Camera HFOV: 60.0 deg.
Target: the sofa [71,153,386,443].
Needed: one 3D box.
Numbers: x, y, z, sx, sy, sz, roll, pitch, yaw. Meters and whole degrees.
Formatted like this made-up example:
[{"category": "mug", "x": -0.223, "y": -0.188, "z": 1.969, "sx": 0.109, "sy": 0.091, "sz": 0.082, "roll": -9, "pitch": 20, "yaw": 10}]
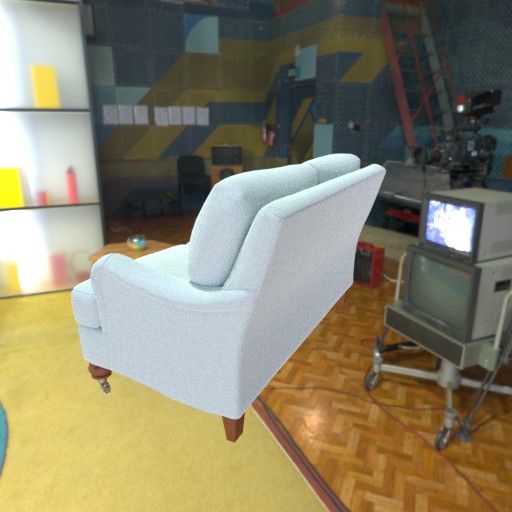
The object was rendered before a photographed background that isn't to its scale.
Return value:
[{"category": "sofa", "x": 0.000, "y": 0.000, "z": 2.586, "sx": 1.084, "sy": 1.101, "sz": 1.853, "roll": 8, "pitch": 19, "yaw": 25}]
